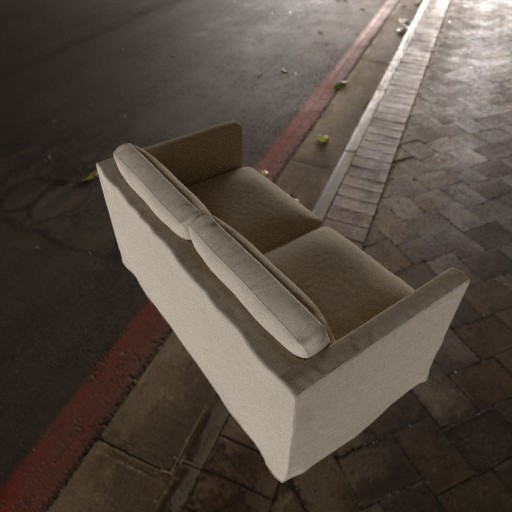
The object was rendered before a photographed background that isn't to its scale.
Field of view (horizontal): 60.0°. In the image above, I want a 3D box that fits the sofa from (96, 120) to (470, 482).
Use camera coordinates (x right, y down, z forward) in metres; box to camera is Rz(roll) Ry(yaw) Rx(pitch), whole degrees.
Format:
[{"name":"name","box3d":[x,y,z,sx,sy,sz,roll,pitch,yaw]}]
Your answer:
[{"name":"sofa","box3d":[0.000,0.000,2.289,0.956,0.828,1.766,-26,48,-25]}]
